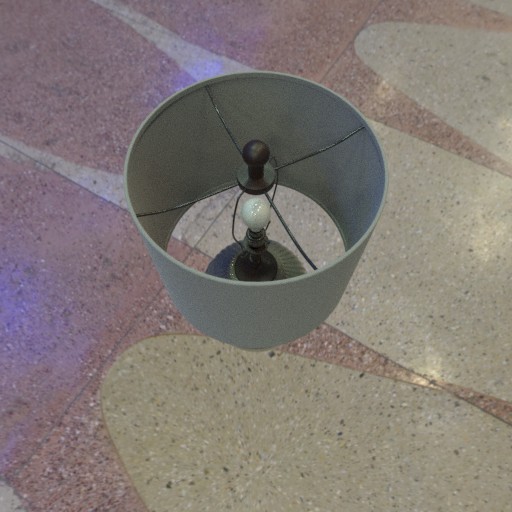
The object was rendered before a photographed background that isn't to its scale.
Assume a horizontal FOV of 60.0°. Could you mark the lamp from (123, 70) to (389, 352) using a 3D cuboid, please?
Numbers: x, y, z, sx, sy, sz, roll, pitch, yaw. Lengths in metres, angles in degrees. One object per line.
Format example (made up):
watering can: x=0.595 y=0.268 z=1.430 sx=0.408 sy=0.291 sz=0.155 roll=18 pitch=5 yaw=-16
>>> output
lamp: x=0.000 y=0.000 z=0.756 sx=0.318 sy=0.567 sz=0.318 roll=0 pitch=64 yaw=0
